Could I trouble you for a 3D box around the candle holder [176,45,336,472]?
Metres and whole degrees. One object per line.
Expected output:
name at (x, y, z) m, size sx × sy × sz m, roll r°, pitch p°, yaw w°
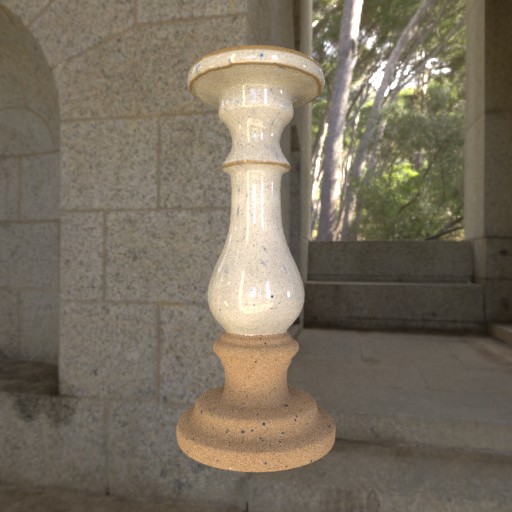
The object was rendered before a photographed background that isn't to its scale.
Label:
candle holder at (0.000, 0.000, 0.248) m, size 0.088 × 0.203 × 0.088 m, roll 0°, pitch 0°, yaw 0°
